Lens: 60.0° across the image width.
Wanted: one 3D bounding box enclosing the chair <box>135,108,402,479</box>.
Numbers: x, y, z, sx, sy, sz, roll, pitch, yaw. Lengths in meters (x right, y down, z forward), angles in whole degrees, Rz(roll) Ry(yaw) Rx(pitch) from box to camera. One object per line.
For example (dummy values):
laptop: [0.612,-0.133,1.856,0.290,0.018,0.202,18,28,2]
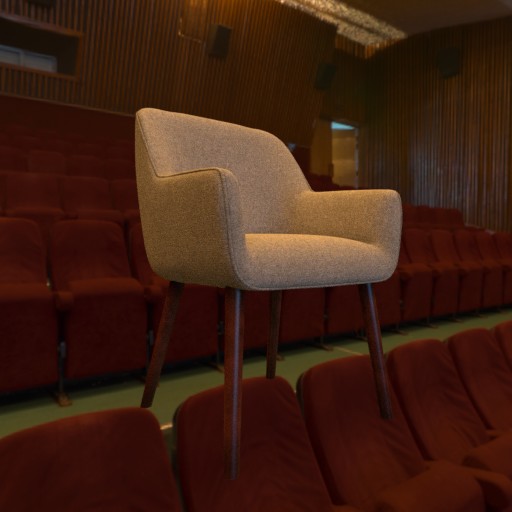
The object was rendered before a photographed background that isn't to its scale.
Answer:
chair: [0.000,0.000,1.142,0.543,0.803,0.519,-1,1,-37]
